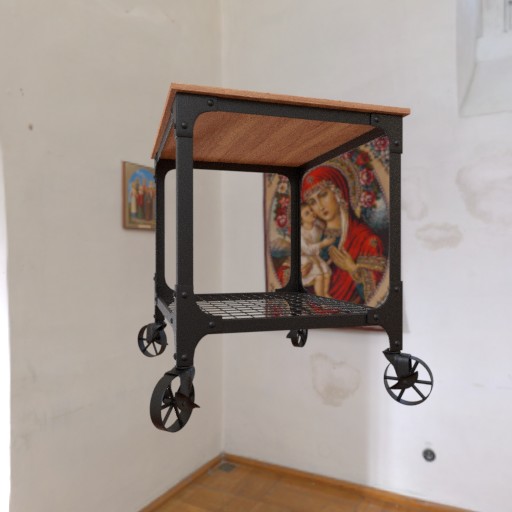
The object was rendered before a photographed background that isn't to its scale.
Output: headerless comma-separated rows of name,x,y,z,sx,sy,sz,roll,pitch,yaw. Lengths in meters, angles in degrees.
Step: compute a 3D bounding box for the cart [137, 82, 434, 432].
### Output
cart,0.000,0.000,1.117,0.558,0.603,0.666,0,0,-17
